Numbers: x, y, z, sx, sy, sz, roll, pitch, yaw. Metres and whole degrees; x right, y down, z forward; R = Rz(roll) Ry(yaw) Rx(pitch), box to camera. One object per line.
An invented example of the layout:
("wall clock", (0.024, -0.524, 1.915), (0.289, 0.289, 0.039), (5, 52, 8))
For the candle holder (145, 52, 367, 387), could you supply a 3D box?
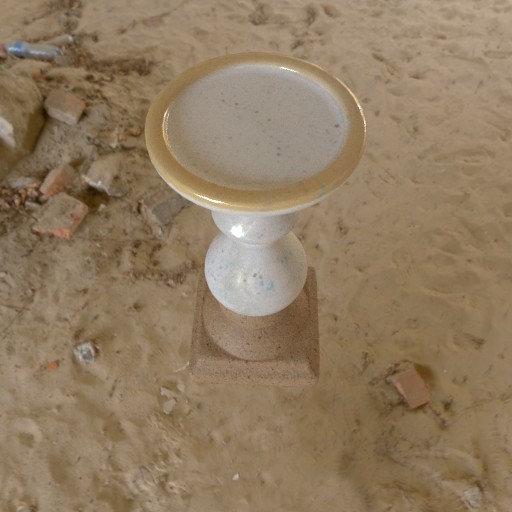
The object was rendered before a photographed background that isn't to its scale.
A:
("candle holder", (0.000, 0.000, 0.303), (0.110, 0.239, 0.110), (2, 58, 1))
